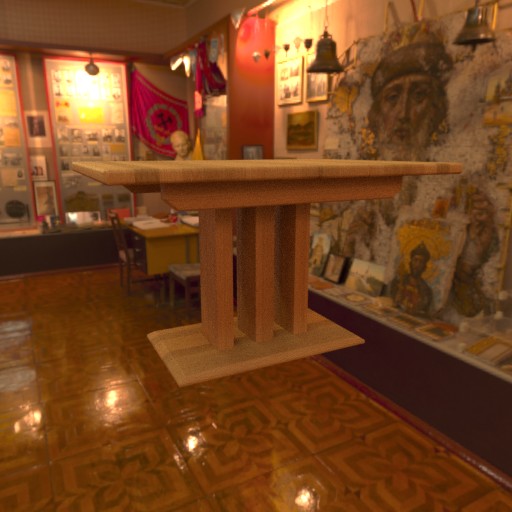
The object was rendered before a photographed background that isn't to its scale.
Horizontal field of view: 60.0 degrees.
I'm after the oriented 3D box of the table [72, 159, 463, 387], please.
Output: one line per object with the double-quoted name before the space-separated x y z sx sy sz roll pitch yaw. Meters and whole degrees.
"table" 0.000 0.000 1.862 1.300 0.770 0.900 -7 15 -26
